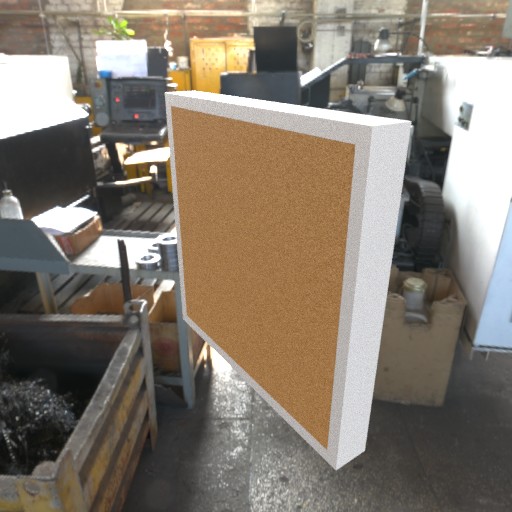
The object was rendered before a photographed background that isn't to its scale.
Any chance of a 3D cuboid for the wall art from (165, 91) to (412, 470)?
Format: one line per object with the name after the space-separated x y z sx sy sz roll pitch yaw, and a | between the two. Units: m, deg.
0.000 0.000 0.460 0.038 0.302 0.305 -16 29 -31 | wall art
